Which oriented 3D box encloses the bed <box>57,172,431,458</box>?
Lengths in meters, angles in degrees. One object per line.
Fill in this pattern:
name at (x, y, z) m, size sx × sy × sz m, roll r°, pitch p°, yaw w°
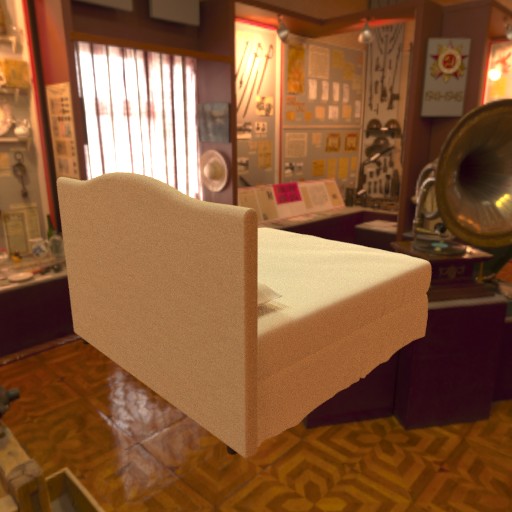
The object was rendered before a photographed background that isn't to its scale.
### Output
bed at (0.000, 0.000, 3.495) m, size 2.182 × 1.421 × 2.083 m, roll -15°, pitch 21°, yaw -42°
